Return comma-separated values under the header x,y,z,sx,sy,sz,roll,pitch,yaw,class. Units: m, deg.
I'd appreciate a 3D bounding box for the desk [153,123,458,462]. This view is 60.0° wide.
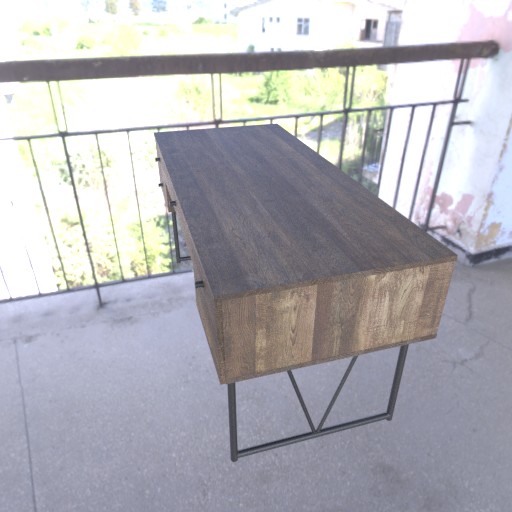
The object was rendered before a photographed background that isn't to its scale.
x,y,z,sx,sy,sz,roll,pitch,yaw,class
0.000,0.000,2.035,0.730,0.780,1.600,-9,31,-14,desk
